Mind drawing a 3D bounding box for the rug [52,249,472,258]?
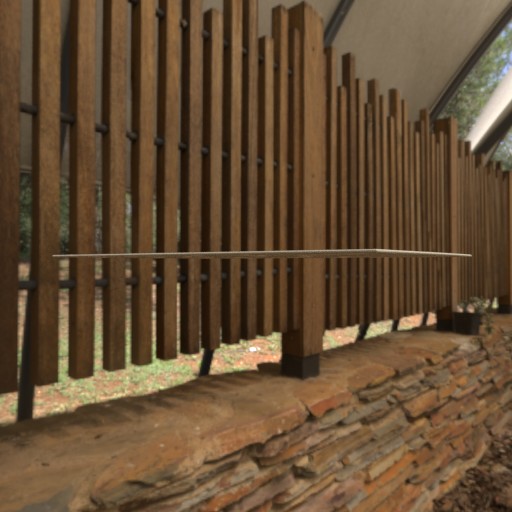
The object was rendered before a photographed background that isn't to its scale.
[{"bbox_3d":[0.000,0.000,2.887,2.294,0.014,1.528,-1,-1,37],"label":"rug"}]
